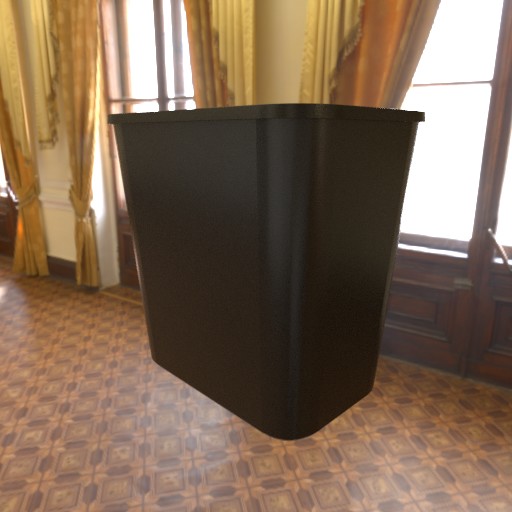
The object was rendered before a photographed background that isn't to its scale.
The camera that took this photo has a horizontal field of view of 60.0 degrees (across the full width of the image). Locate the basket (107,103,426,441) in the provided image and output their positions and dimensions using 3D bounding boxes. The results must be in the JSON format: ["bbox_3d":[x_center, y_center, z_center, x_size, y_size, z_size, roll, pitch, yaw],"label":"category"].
[{"bbox_3d":[0.000,0.000,0.502,0.211,0.307,0.300,-15,21,-43],"label":"basket"}]
